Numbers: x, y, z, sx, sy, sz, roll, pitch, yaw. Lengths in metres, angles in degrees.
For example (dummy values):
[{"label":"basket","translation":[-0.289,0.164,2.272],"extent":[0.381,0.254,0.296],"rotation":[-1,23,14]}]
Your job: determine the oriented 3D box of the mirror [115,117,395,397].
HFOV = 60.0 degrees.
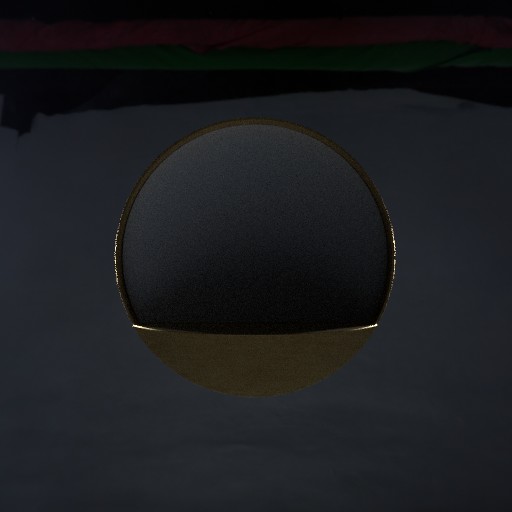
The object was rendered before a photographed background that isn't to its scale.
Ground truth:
[{"label":"mirror","translation":[0.000,0.000,0.687],"extent":[0.457,0.457,0.133],"rotation":[0,-1,-1]}]
